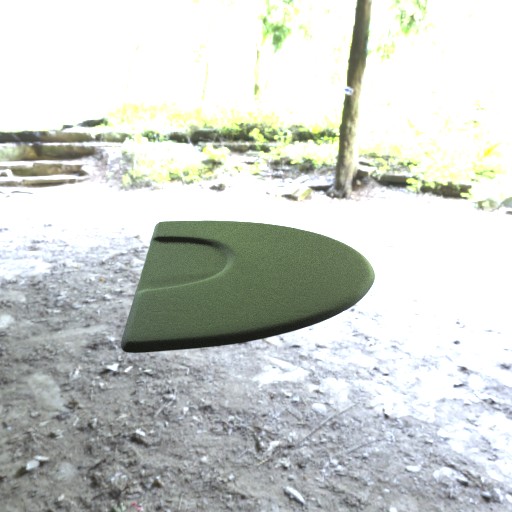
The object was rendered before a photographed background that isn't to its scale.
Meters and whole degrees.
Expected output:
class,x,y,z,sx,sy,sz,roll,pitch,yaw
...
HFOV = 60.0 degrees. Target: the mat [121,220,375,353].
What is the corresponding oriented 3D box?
class,x,y,z,sx,sy,sz,roll,pitch,yaw
mat,0.000,0.000,1.864,0.917,0.022,1.525,-2,17,-8
